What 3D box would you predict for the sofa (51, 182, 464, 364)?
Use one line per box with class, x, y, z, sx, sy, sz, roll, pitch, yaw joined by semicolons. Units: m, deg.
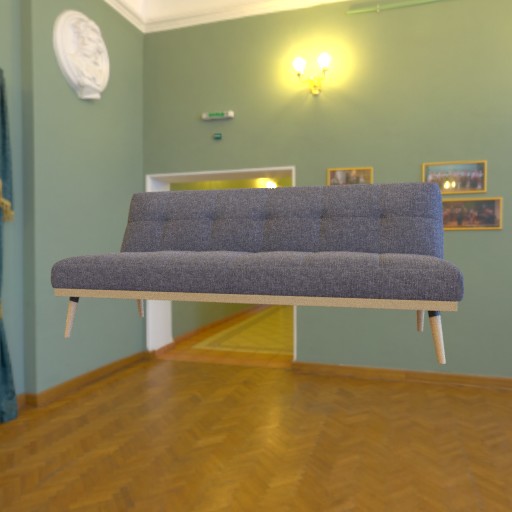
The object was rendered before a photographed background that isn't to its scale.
sofa;0.000;0.000;2.239;1.820;0.770;0.820;0;2;16
